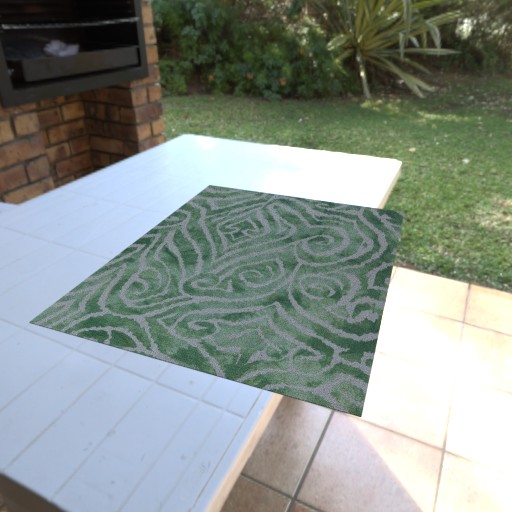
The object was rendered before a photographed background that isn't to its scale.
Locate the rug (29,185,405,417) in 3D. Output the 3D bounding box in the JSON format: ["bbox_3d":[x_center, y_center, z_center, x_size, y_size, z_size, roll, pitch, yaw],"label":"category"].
[{"bbox_3d":[0.000,0.000,4.138,2.436,0.007,3.045,11,31,18],"label":"rug"}]
